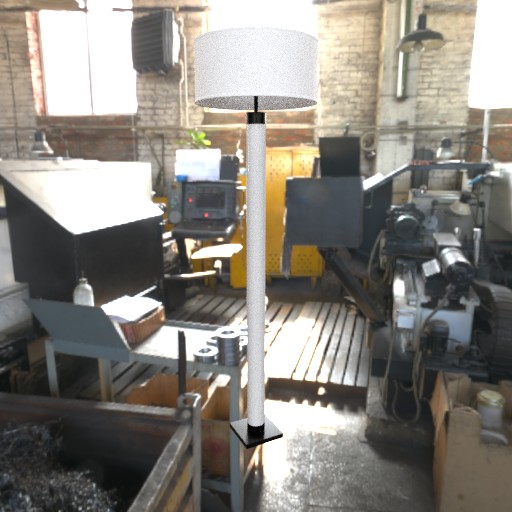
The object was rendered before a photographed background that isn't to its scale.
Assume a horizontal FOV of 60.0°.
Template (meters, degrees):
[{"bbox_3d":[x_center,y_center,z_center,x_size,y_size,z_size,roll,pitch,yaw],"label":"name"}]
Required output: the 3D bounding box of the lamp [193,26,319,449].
[{"bbox_3d":[0.000,0.000,1.645,0.420,1.475,0.420,-6,14,-26],"label":"lamp"}]
